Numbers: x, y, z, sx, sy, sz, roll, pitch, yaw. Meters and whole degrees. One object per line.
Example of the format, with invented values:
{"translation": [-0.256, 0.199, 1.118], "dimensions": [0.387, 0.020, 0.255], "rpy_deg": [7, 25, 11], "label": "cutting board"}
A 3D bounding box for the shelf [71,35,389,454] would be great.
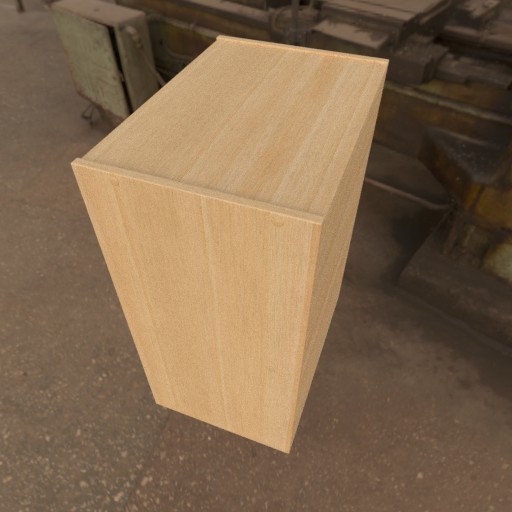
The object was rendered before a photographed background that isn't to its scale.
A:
{"translation": [0.000, 0.000, 0.807], "dimensions": [0.290, 0.592, 0.414], "rpy_deg": [15, 48, 14], "label": "shelf"}
